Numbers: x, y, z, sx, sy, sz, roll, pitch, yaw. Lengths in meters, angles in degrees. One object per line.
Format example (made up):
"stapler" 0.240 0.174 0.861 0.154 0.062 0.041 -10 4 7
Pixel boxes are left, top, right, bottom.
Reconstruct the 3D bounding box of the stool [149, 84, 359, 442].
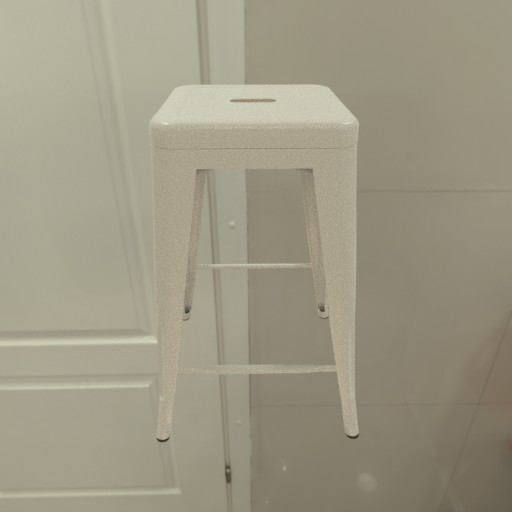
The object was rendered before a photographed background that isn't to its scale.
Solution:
"stool" 0.000 0.000 0.897 0.406 0.610 0.406 -1 30 -1
